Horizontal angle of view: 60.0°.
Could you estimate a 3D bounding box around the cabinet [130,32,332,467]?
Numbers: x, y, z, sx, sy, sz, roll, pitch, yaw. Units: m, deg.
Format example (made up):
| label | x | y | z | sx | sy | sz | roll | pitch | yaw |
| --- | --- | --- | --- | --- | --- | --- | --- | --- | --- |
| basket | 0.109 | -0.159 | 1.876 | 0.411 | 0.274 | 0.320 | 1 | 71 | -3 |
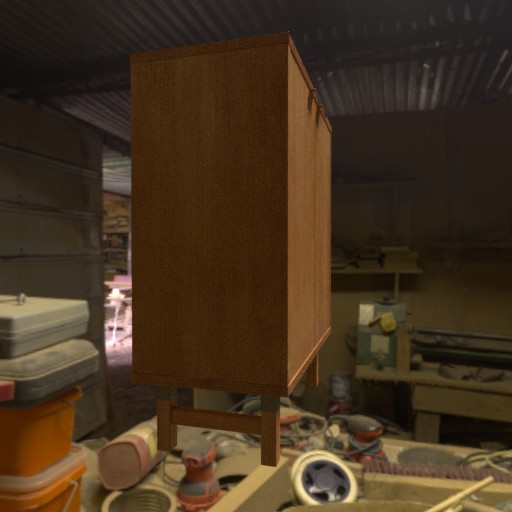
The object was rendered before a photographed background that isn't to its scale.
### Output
| label | x | y | z | sx | sy | sz | roll | pitch | yaw |
| --- | --- | --- | --- | --- | --- | --- | --- | --- | --- |
| cabinet | 0.000 | 0.000 | 1.419 | 0.419 | 1.001 | 0.800 | 0 | 1 | 16 |
